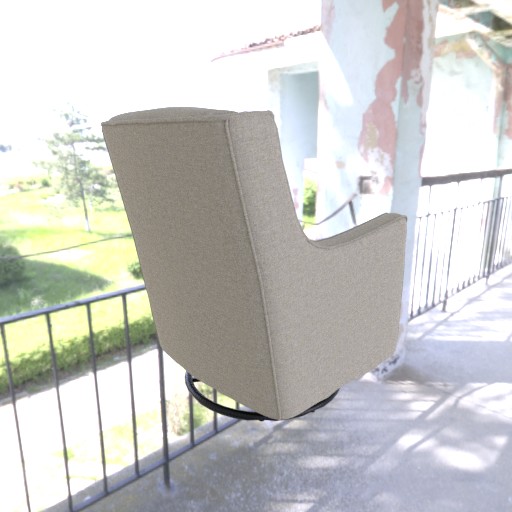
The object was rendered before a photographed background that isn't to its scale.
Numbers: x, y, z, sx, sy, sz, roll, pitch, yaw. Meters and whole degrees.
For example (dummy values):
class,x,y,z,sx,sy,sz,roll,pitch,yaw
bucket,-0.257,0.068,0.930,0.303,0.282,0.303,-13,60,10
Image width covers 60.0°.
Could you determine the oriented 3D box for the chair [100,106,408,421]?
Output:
class,x,y,z,sx,sy,sz,roll,pitch,yaw
chair,0.000,0.000,1.602,0.879,0.993,0.732,-14,20,-41
